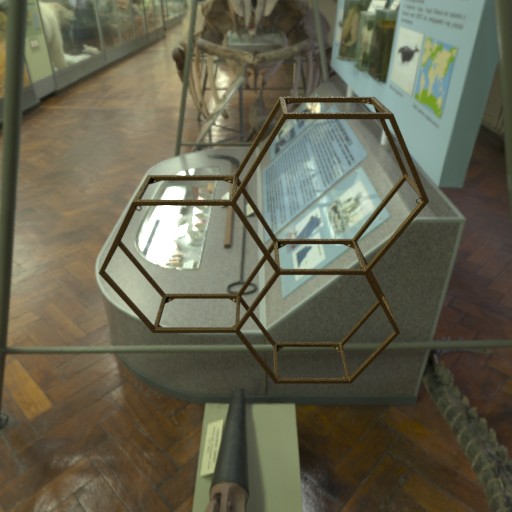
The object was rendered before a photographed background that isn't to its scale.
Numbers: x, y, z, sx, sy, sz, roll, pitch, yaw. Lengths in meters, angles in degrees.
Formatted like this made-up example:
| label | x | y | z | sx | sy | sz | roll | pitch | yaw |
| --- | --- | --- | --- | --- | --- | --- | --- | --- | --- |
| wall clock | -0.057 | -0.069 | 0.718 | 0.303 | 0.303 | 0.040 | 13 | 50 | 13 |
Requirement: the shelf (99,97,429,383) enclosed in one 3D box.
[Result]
| label | x | y | z | sx | sy | sz | roll | pitch | yaw |
| --- | --- | --- | --- | --- | --- | --- | --- | --- | --- |
| shelf | 0.000 | 0.000 | 1.060 | 0.708 | 0.701 | 0.150 | 0 | 31 | 0 |
